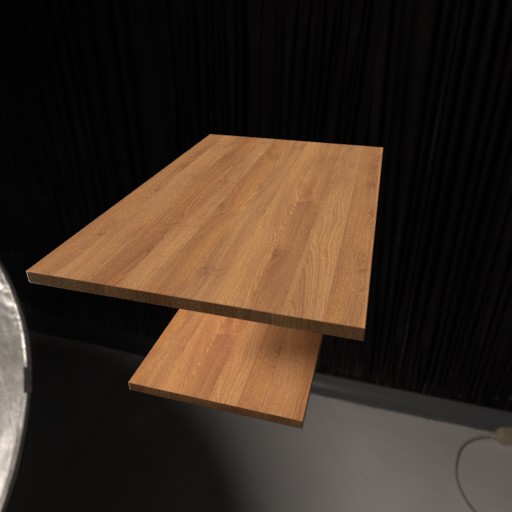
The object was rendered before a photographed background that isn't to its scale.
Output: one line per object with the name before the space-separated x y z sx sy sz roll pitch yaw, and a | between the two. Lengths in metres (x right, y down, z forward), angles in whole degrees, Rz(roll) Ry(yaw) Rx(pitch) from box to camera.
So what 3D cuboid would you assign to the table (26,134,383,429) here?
table | 0.000 0.000 1.420 0.700 0.442 1.100 8 31 13
